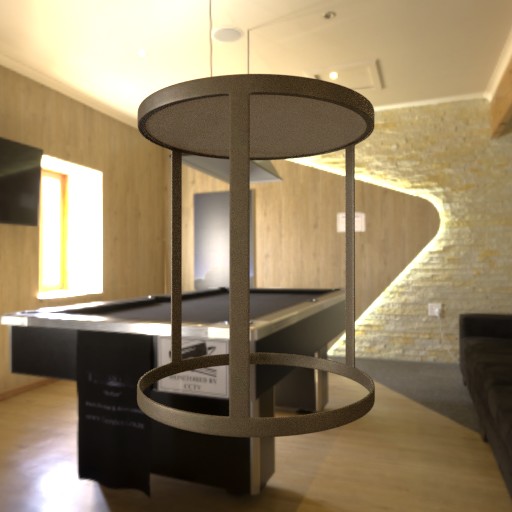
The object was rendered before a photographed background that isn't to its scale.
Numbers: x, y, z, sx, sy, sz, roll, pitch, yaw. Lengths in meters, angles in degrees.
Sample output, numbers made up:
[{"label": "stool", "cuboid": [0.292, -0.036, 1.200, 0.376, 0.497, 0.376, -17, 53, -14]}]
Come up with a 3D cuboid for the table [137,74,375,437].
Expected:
[{"label": "table", "cuboid": [0.000, 0.000, 0.928, 0.480, 0.565, 0.480, 0, 0, 0]}]
